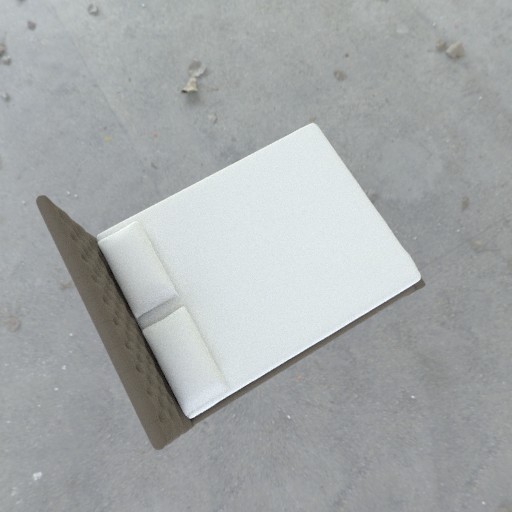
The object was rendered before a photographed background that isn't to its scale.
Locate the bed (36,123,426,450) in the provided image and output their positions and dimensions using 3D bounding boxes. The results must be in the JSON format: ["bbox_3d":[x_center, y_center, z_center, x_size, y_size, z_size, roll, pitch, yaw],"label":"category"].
[{"bbox_3d":[0.000,0.000,3.368,2.233,1.426,1.696,-29,77,-8],"label":"bed"}]
